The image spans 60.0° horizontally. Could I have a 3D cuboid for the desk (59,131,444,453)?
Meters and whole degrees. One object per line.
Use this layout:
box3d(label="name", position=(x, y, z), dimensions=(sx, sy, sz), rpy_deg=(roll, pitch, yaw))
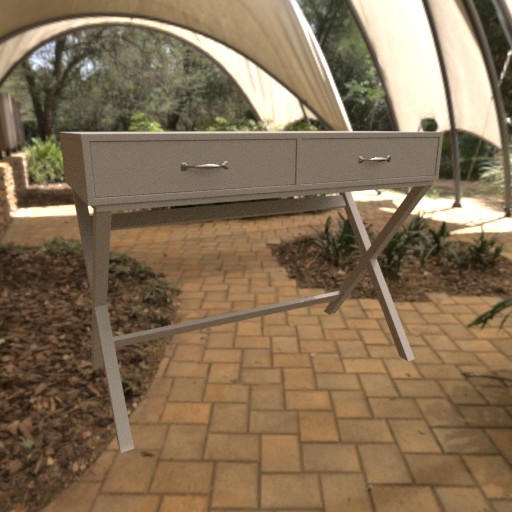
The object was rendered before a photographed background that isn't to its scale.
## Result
box3d(label="desk", position=(0.000, 0.000, 1.449), dimensions=(1.057, 0.780, 0.525), rpy_deg=(-8, 18, -26))
